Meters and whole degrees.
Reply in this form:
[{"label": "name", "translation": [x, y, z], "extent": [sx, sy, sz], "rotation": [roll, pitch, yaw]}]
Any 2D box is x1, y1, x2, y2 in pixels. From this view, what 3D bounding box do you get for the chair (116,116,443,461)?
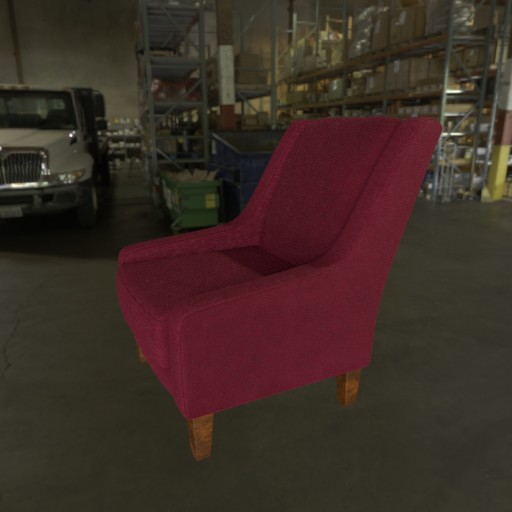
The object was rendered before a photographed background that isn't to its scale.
[{"label": "chair", "translation": [0.000, 0.000, 1.687], "extent": [0.985, 1.017, 0.793], "rotation": [-9, 18, -27]}]
